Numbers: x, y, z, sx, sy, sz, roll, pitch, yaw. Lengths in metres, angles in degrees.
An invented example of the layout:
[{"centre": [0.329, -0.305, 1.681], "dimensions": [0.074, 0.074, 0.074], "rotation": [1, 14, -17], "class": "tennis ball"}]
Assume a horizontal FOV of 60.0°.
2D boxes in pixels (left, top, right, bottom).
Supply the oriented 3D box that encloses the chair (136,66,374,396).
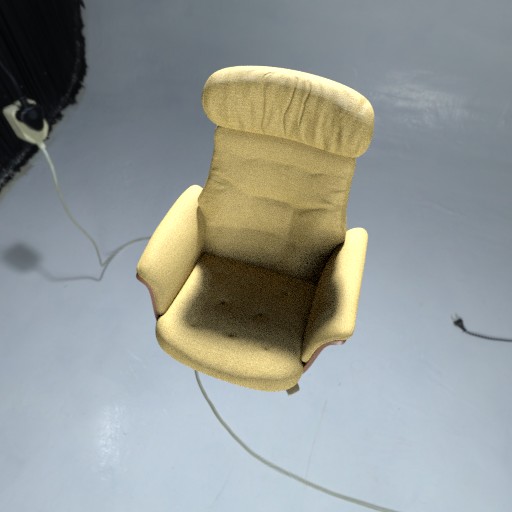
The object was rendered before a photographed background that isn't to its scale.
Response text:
[{"centre": [0.000, 0.000, 1.592], "dimensions": [0.785, 0.995, 0.837], "rotation": [17, 60, 10], "class": "chair"}]
